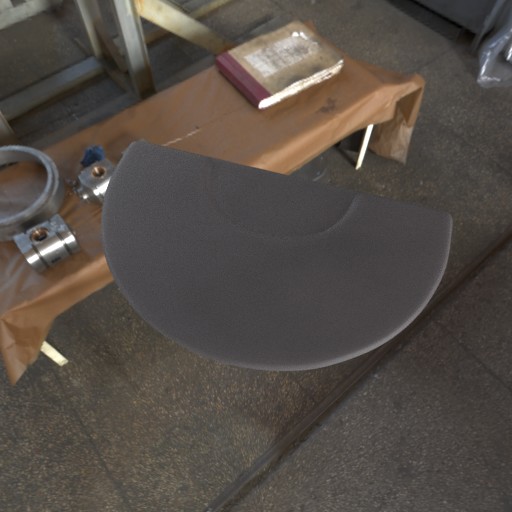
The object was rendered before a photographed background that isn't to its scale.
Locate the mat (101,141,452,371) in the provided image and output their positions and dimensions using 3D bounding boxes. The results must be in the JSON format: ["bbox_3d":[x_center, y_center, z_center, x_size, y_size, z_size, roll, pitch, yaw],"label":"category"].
[{"bbox_3d":[0.000,0.000,1.819,1.525,0.022,0.917,15,61,8],"label":"mat"}]
